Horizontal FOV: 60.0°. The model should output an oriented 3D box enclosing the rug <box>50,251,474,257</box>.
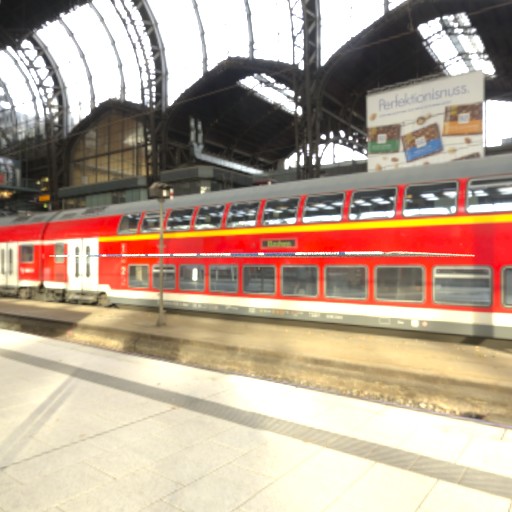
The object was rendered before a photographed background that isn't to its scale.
[{"bbox_3d":[0.000,0.000,2.993,2.441,0.010,1.532,0,-1,36],"label":"rug"}]
